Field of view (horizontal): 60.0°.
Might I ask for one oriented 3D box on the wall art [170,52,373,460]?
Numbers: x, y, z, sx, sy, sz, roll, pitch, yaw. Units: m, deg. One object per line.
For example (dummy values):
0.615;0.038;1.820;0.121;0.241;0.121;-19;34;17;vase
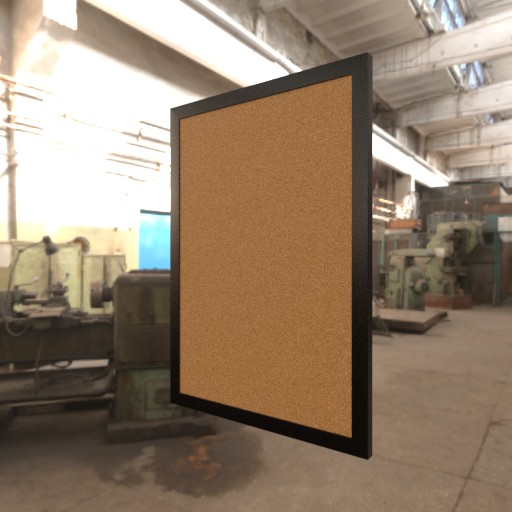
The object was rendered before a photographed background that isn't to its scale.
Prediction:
0.000;0.000;0.857;0.462;0.656;0.019;0;0;37;wall art
